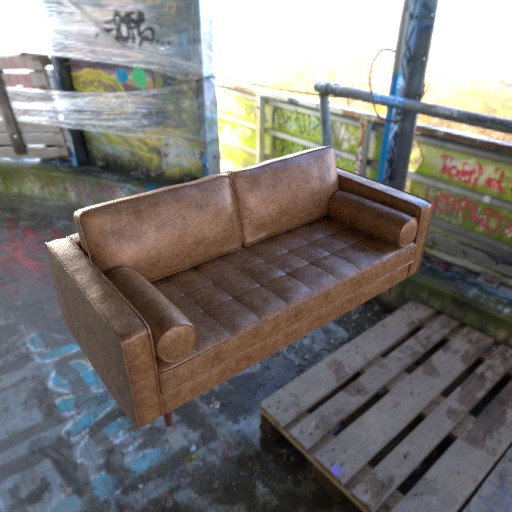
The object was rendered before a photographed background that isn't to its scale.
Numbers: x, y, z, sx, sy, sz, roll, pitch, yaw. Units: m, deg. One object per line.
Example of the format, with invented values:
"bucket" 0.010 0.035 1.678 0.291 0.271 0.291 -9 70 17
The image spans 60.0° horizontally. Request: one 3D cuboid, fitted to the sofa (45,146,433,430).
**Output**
"sofa" 0.000 0.000 2.426 1.920 0.825 0.924 -22 37 -32
